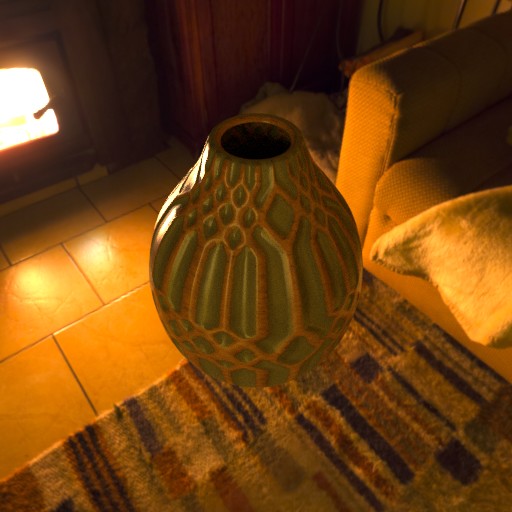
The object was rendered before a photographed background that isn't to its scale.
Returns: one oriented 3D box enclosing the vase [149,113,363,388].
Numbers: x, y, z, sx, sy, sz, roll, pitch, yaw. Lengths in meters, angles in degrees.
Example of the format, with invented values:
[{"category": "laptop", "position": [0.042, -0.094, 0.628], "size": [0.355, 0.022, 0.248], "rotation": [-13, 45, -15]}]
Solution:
[{"category": "vase", "position": [0.000, 0.000, 0.142], "size": [0.069, 0.088, 0.069], "rotation": [0, 47, 0]}]
